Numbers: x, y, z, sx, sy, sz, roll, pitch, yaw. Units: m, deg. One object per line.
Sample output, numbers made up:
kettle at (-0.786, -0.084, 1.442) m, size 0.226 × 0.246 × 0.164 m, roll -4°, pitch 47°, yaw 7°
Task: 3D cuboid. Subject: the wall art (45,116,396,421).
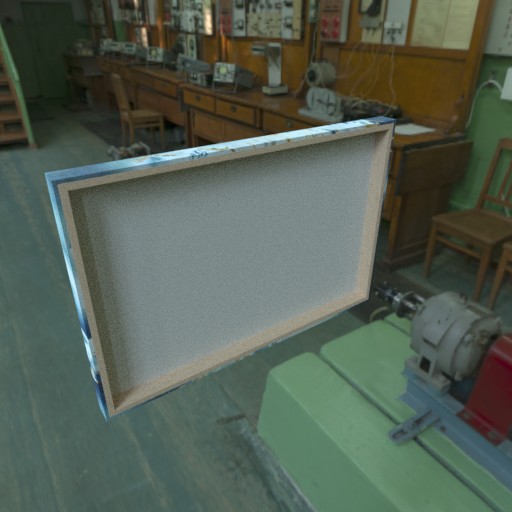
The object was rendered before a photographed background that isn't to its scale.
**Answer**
wall art at (0.000, 0.000, 0.781) m, size 0.607 × 0.405 × 0.036 m, roll -18°, pitch 34°, yaw -30°
